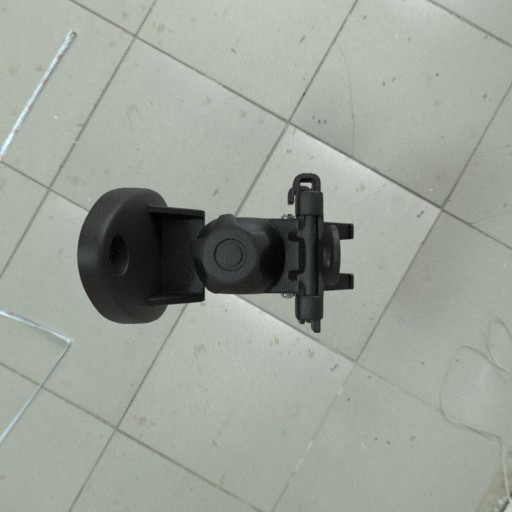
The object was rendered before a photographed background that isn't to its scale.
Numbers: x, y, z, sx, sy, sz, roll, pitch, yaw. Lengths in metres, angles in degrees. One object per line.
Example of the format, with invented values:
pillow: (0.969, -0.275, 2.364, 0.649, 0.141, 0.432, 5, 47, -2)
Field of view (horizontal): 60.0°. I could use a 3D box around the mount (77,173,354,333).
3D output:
mount: (0.000, 0.000, 0.178, 0.100, 0.118, 0.066, 0, 90, 0)
